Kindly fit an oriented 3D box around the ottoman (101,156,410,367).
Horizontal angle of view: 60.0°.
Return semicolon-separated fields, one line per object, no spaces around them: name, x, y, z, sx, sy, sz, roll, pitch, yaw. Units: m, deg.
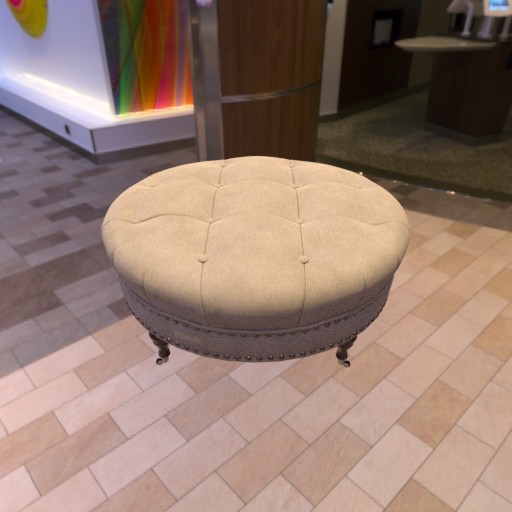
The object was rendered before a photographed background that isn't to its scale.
ottoman;0.000;0.000;1.425;0.901;0.439;0.901;0;32;0
